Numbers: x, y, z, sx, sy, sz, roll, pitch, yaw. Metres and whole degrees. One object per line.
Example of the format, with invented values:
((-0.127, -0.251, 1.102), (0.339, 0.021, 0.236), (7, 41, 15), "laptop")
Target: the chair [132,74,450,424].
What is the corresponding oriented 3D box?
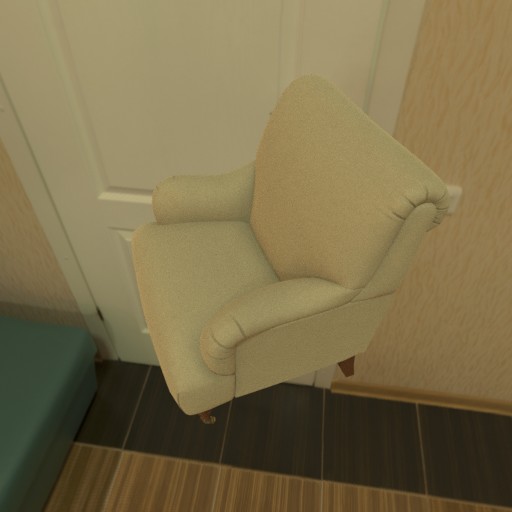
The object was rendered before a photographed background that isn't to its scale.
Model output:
((0.000, 0.000, 1.564), (0.842, 0.942, 0.766), (-15, 48, -14), "chair")
